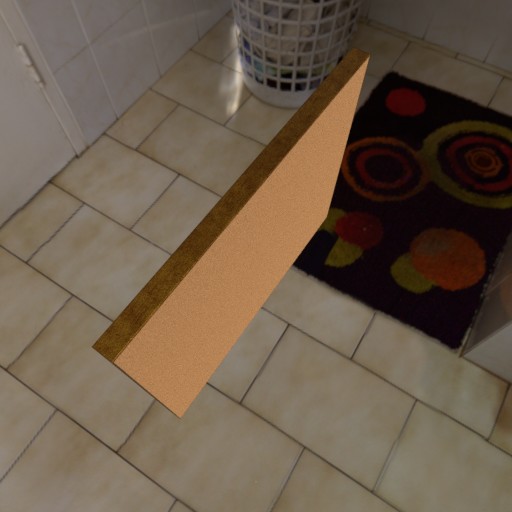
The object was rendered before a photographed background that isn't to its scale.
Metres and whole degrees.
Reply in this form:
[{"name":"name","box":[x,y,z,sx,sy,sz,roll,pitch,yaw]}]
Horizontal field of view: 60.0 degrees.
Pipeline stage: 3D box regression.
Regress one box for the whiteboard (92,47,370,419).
[{"name":"whiteboard","box":[0.000,0.000,0.766,0.029,0.457,0.561,32,67,15]}]
